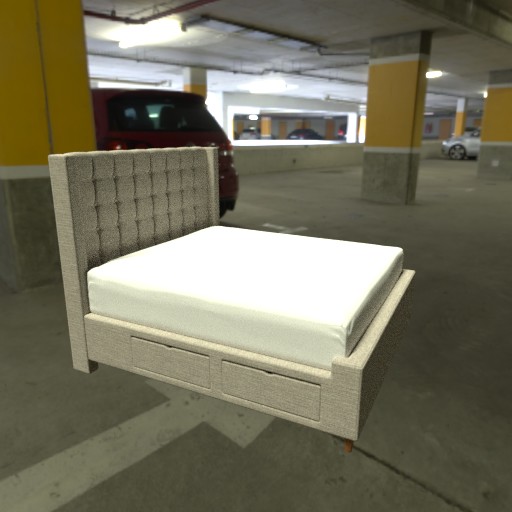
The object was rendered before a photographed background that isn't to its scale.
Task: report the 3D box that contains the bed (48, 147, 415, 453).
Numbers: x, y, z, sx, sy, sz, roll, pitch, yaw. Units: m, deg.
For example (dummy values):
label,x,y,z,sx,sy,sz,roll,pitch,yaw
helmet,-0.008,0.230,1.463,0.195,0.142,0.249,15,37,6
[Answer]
label,x,y,z,sx,sy,sz,roll,pitch,yaw
bed,0.000,0.000,3.792,2.372,1.748,2.044,8,17,26
